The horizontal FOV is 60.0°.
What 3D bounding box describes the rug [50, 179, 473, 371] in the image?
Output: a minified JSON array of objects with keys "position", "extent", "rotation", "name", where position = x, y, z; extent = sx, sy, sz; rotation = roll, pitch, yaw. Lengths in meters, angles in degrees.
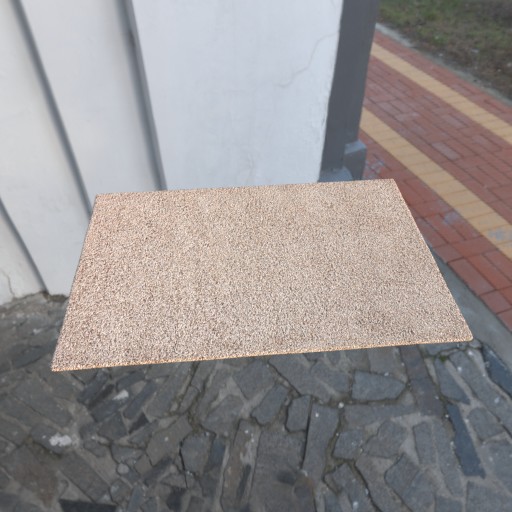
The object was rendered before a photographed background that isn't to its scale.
[{"position":[0.000,0.000,3.466],"extent":[2.743,0.030,1.778],"rotation":[-3,46,-3],"name":"rug"}]
